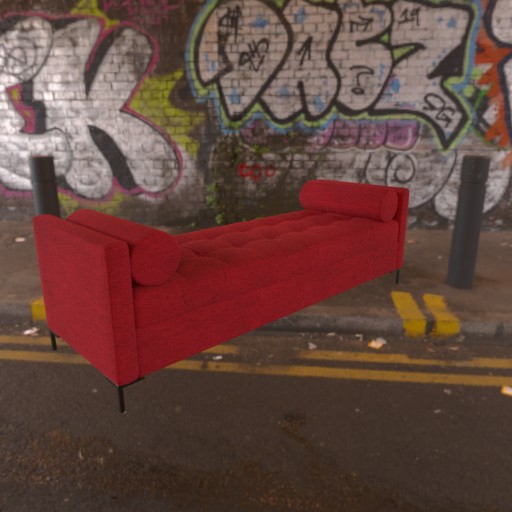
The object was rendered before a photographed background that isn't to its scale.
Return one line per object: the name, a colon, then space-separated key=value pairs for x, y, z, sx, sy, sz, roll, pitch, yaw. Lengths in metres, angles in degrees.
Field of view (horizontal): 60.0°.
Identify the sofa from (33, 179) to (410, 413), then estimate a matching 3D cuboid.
sofa: x=0.000 y=0.000 z=2.375 sx=1.981 sy=0.635 sz=0.686 roll=-15 pitch=22 yaw=-42
